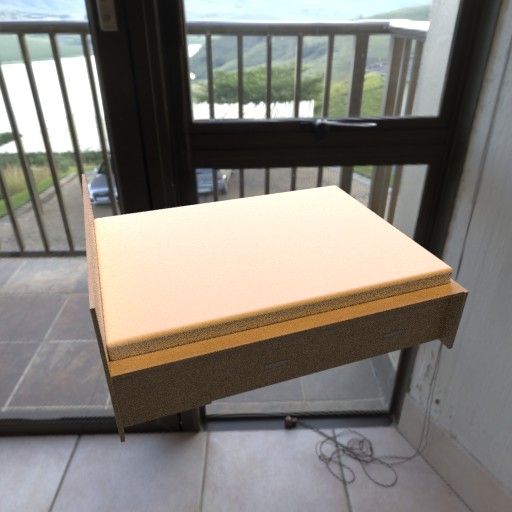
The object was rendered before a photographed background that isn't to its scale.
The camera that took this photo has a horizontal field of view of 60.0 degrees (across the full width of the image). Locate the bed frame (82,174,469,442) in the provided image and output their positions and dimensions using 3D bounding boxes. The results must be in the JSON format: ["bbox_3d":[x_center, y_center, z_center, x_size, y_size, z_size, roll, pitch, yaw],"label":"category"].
[{"bbox_3d":[0.000,0.000,2.874,1.960,0.800,1.622,-10,32,-17],"label":"bed frame"}]
